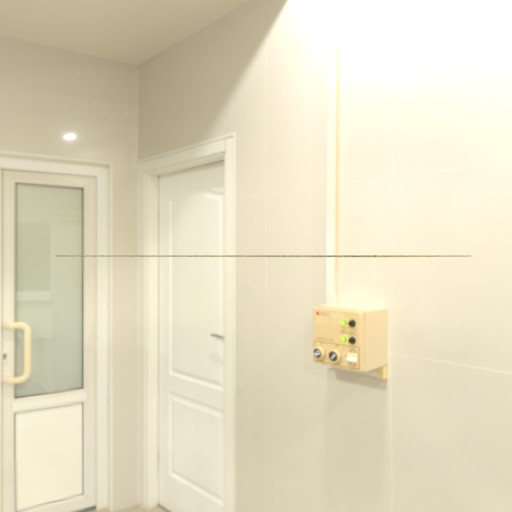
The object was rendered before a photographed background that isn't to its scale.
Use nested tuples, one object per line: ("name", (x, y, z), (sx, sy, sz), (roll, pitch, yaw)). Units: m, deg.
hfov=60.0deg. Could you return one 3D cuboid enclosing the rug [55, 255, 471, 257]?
("rug", (0.000, 0.000, 2.922), (2.297, 0.007, 1.529), (0, 0, 38))
